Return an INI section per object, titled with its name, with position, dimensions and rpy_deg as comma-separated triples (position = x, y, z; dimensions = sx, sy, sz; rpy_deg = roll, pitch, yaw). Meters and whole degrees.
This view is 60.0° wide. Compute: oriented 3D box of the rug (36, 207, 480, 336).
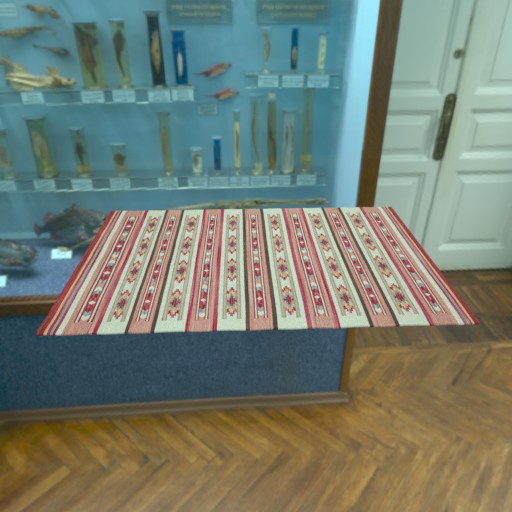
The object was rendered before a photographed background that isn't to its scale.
[rug]
position = 0.000, 0.000, 2.333
dimensions = 1.817, 0.008, 1.223
rpy_deg = -1, 30, -2
